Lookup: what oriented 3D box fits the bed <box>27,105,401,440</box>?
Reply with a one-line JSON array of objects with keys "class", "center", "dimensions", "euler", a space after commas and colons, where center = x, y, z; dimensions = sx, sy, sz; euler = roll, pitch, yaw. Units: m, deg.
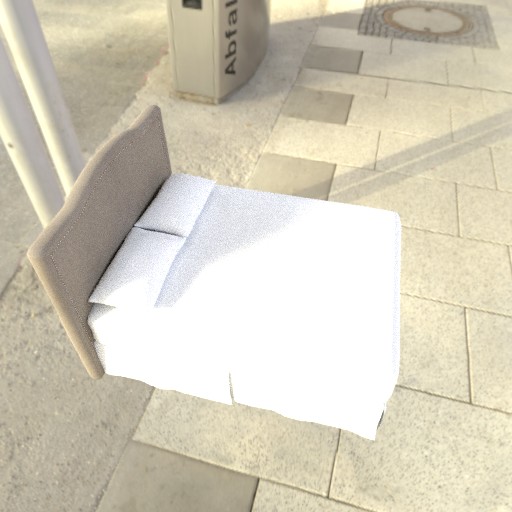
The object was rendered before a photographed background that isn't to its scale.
[{"class": "bed", "center": [0.000, 0.000, 3.202], "dimensions": [2.128, 1.441, 1.744], "euler": [10, 47, 9]}]
